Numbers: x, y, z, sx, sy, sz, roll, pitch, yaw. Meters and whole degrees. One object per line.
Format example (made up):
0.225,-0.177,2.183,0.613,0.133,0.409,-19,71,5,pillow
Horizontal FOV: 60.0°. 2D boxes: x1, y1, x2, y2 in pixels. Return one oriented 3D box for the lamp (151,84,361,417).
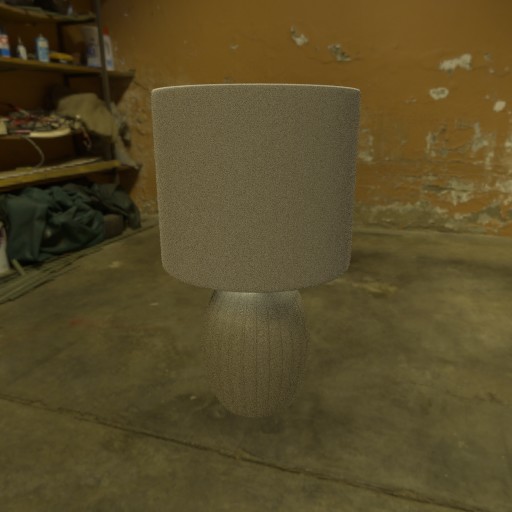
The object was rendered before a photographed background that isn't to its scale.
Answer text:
0.000,0.000,0.789,0.329,0.570,0.329,-8,19,-25,lamp
